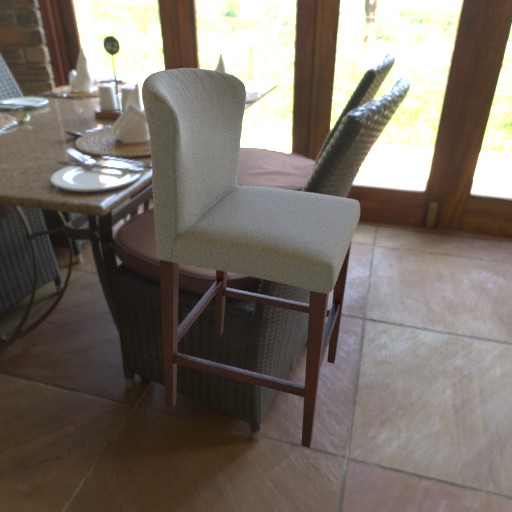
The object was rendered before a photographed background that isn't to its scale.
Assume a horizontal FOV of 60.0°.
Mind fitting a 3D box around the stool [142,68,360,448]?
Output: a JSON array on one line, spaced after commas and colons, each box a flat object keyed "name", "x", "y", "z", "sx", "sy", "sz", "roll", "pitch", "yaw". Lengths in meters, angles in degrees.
[{"name": "stool", "x": 0.000, "y": 0.000, "z": 1.396, "sx": 0.568, "sy": 1.069, "sz": 0.479, "roll": 10, "pitch": 30, "yaw": 17}]
